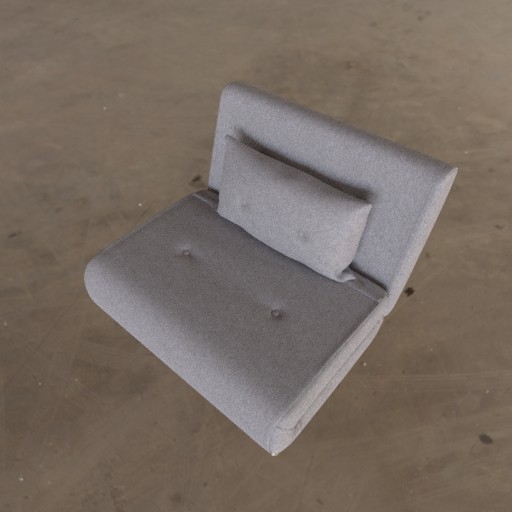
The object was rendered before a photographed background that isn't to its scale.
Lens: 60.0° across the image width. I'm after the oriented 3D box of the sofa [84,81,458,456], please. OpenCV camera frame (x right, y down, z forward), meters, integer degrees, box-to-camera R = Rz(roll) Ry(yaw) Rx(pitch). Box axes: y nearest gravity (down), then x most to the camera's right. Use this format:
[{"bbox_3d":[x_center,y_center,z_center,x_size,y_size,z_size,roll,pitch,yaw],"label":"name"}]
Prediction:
[{"bbox_3d":[0.000,0.000,1.748,1.020,0.825,1.000,32,54,26],"label":"sofa"}]
